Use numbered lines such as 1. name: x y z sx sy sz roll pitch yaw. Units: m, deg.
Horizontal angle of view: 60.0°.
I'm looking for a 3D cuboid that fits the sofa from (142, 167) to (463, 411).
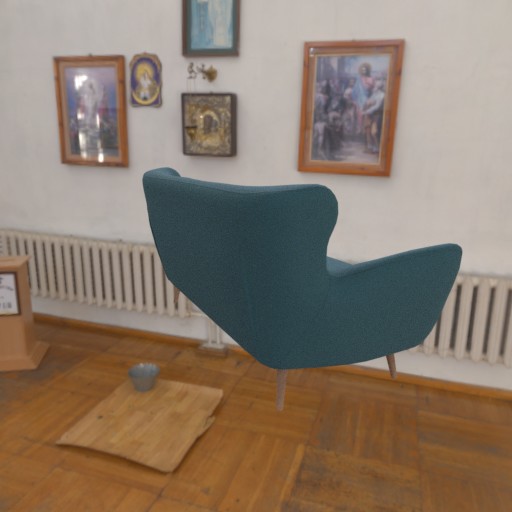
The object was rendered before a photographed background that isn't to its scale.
1. sofa: 0.000 0.000 2.381 0.889 0.890 1.930 -7 15 -26
